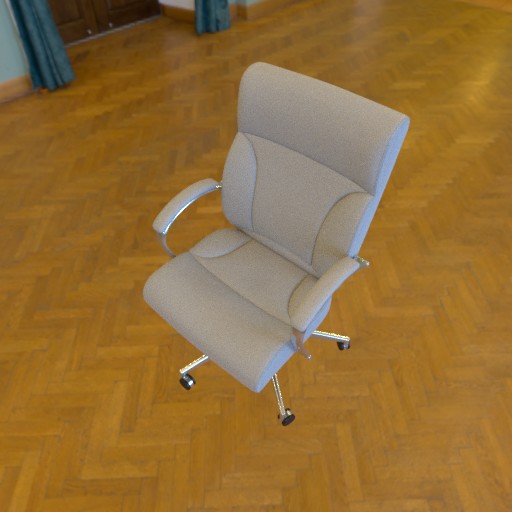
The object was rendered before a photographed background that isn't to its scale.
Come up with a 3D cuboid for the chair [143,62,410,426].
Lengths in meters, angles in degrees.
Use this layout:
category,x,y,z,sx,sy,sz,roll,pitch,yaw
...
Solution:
category,x,y,z,sx,sy,sz,roll,pitch,yaw
chair,0.000,0.000,1.599,0.727,1.099,0.745,33,54,27
